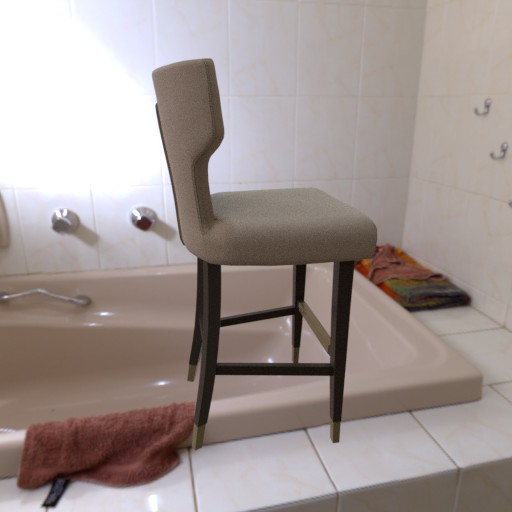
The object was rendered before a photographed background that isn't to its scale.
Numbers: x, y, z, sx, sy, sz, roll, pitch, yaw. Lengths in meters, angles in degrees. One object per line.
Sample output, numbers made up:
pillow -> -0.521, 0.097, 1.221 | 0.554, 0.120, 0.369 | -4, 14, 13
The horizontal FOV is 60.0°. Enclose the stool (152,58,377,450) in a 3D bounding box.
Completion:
stool -> 0.000, 0.000, 1.392 | 0.563, 1.092, 0.526 | -3, 19, -10
